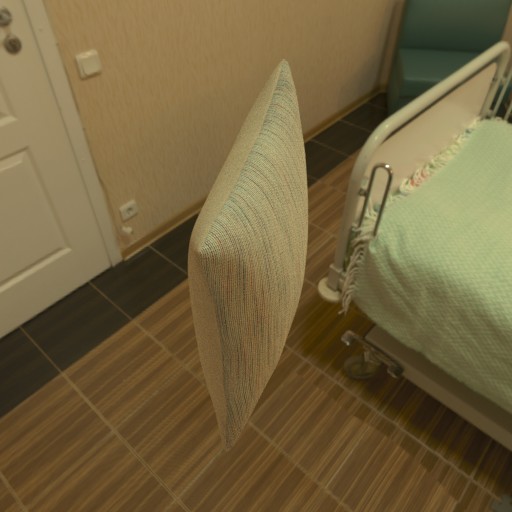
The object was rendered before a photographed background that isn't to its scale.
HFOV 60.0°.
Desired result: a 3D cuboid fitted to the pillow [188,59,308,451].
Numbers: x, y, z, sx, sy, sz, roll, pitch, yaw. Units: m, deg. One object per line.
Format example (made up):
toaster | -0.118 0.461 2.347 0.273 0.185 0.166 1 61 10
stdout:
pillow | 0.000 0.000 0.796 0.178 0.506 0.512 9 46 9
